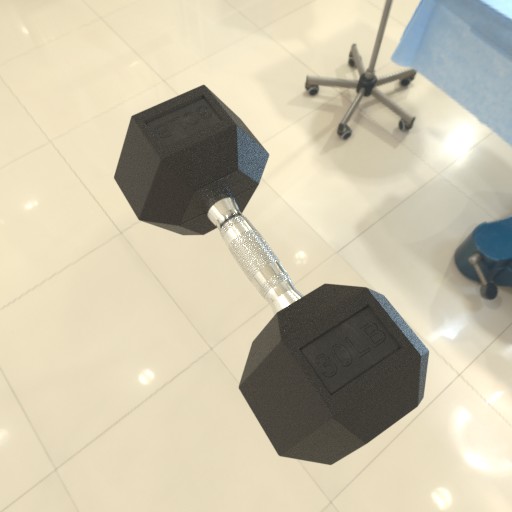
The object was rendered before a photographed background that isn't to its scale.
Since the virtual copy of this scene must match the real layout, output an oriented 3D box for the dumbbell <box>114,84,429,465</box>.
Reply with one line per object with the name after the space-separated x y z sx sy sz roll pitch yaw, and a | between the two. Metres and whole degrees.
0.000 0.000 0.387 0.142 0.123 0.337 -29 67 -14 | dumbbell
